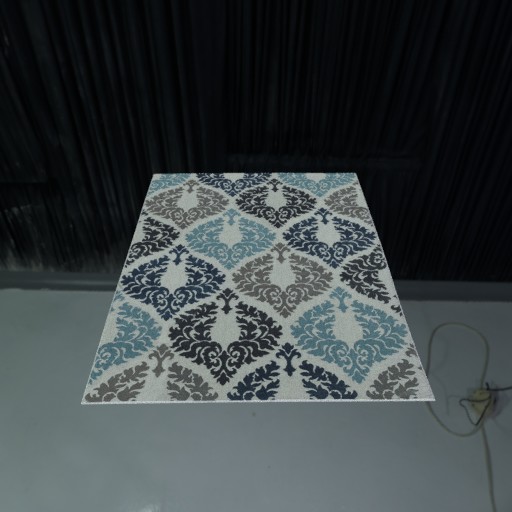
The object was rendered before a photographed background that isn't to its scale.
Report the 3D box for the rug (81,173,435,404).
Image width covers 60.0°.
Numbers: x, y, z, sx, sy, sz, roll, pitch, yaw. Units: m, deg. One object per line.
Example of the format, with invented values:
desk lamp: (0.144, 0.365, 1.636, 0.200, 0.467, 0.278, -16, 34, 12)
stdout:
rug: (0.000, 0.000, 4.160, 2.423, 0.014, 3.040, 0, 41, 0)
